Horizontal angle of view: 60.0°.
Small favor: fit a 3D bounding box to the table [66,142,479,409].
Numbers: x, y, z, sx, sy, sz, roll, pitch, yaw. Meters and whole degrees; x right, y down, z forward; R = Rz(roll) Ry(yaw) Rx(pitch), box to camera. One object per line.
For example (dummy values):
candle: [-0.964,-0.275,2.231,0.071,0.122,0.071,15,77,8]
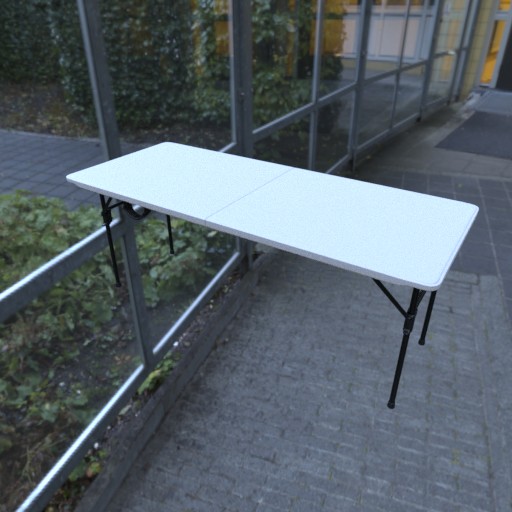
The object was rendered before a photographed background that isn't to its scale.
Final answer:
table: [0.000,0.000,2.251,1.829,0.719,0.761,18,35,28]
